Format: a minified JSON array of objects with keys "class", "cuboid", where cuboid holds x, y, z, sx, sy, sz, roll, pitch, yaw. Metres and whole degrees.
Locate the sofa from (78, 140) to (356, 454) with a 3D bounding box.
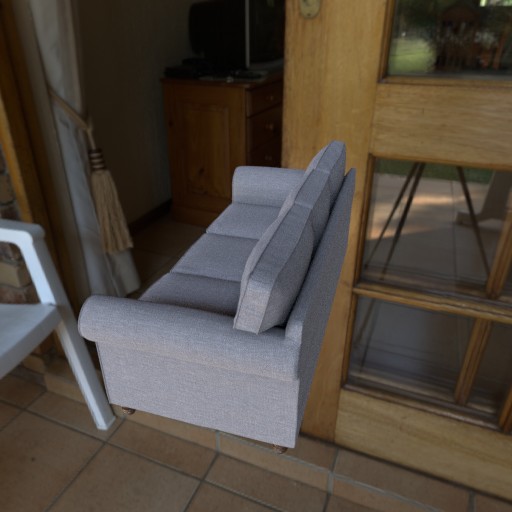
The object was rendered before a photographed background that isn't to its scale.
[{"class":"sofa","cuboid":[0.000,0.000,2.589,0.916,0.961,2.084,8,29,15]}]
